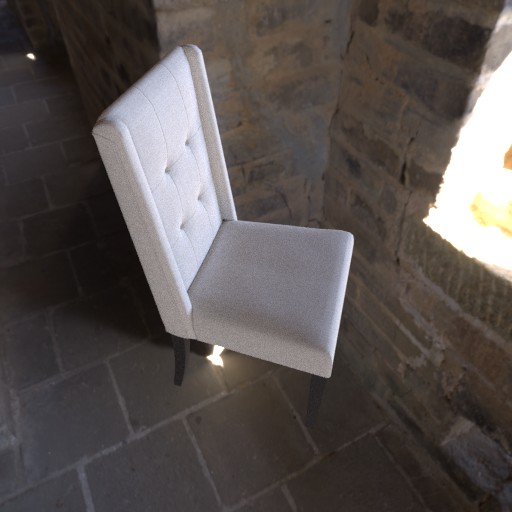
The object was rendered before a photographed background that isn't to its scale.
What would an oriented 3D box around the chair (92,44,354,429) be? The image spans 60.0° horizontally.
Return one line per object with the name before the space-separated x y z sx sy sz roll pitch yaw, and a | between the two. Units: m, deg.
chair | 0.000 0.000 1.240 0.523 0.961 0.474 11 46 11
